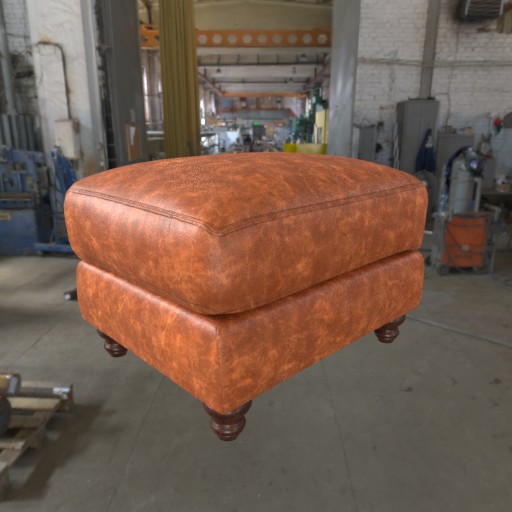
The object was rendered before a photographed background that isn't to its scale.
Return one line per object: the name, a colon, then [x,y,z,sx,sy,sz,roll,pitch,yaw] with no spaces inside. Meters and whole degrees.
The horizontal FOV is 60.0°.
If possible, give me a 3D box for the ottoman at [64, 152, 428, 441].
ottoman: [0.000,0.000,1.240,0.832,0.562,0.657,-15,22,-42]
